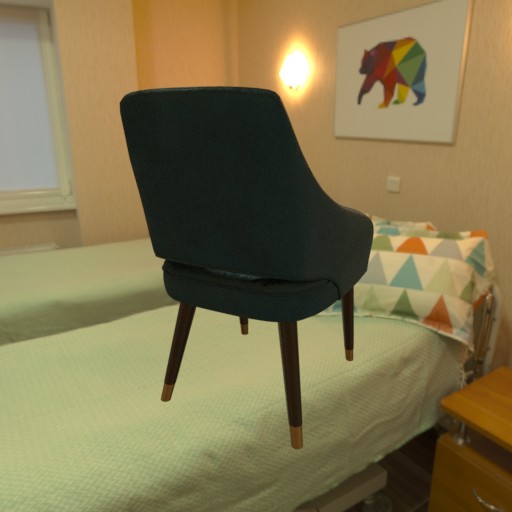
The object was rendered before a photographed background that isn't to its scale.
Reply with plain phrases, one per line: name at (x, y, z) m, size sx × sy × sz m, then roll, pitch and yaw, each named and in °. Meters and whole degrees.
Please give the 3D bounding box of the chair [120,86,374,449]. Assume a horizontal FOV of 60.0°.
chair at (0.000, 0.000, 1.574) m, size 0.683 × 1.081 × 0.794 m, roll 9°, pitch 19°, yaw 26°
